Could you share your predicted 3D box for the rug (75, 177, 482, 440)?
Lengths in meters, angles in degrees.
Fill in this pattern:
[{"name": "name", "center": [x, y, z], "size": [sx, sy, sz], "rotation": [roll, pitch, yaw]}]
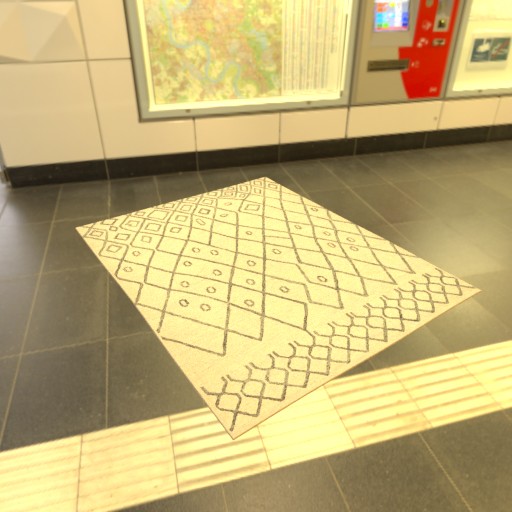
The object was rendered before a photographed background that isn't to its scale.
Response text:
[{"name": "rug", "center": [0.000, 0.000, 4.130], "size": [2.446, 0.015, 3.046], "rotation": [-20, 37, -29]}]
